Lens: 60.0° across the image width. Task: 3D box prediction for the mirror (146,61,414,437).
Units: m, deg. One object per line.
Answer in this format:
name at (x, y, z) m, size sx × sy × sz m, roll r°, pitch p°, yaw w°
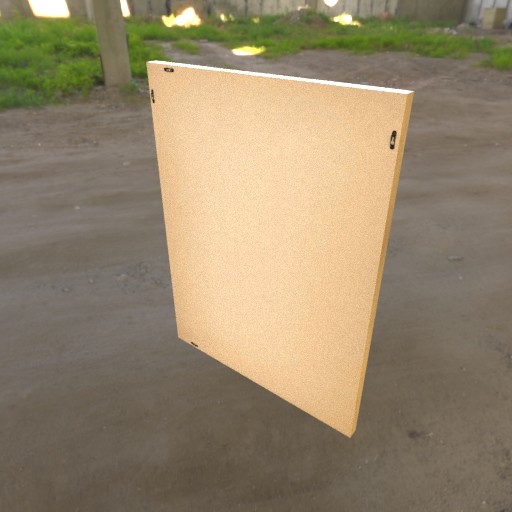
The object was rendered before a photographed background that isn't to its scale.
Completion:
mirror at (0.000, 0.000, 1.324) m, size 0.762 × 1.016 × 0.041 m, roll 22°, pitch 37°, yaw 32°
